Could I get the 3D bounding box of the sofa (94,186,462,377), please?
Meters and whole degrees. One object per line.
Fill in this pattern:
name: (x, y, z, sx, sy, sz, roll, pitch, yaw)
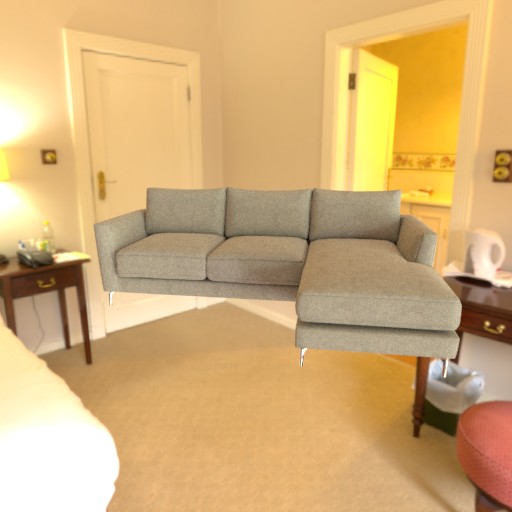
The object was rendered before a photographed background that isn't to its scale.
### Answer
sofa: (0.000, 0.000, 3.169, 2.438, 0.864, 1.626, 2, 14, 9)
